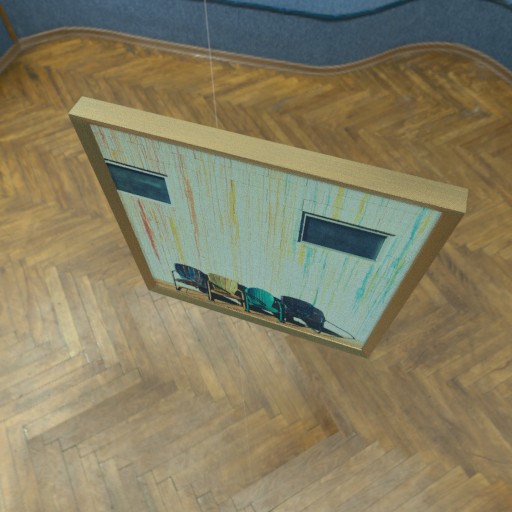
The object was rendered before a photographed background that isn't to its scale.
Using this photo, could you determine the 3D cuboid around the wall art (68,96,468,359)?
[{"bbox_3d":[0.000,0.000,0.760,0.505,0.505,0.037,16,60,10],"label":"wall art"}]
